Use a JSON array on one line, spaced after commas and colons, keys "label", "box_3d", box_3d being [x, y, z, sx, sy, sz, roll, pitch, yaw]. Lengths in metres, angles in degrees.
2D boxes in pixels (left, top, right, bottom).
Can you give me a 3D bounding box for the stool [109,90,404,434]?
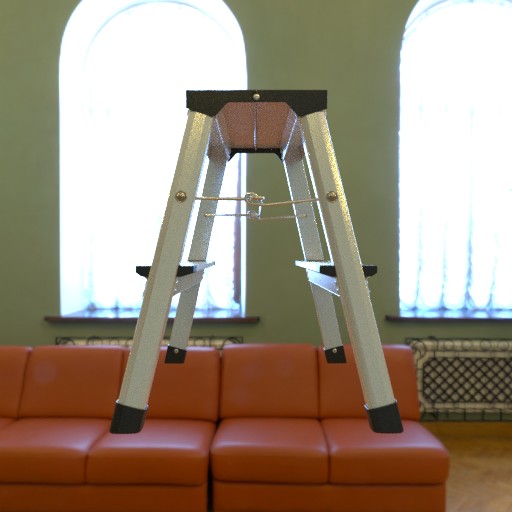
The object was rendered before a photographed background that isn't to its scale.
[{"label": "stool", "box_3d": [0.000, 0.000, 0.801, 0.405, 0.480, 0.404, 0, 1, 0]}]
